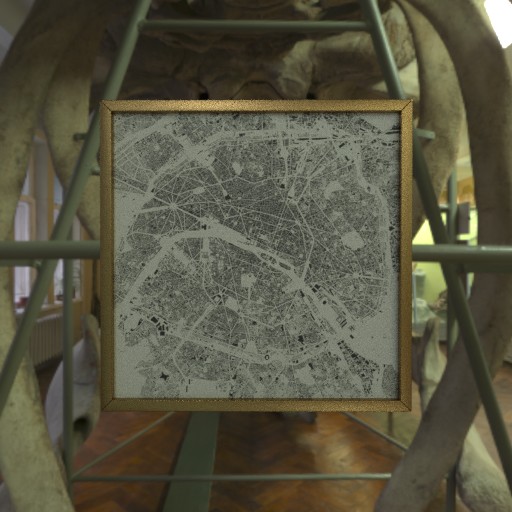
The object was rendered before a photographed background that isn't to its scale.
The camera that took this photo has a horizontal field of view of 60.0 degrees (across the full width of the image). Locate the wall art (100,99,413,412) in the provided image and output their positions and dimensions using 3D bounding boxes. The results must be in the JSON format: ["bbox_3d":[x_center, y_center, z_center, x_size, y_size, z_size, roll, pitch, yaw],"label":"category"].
[{"bbox_3d":[0.000,0.000,0.450,0.305,0.305,0.037,0,1,0],"label":"wall art"}]
